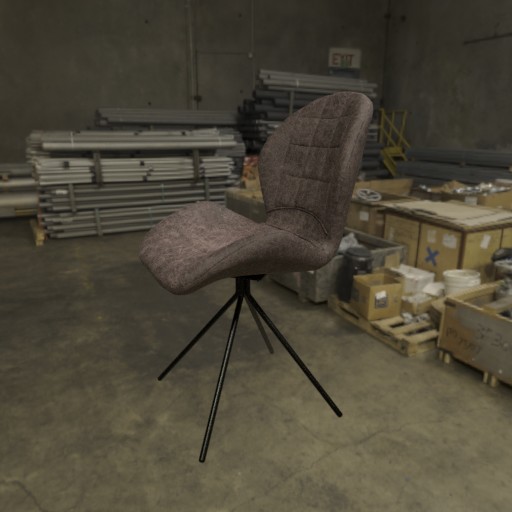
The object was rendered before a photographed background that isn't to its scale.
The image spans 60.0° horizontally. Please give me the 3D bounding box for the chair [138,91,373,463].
[{"bbox_3d":[0.000,0.000,1.313,0.640,0.934,0.527,-8,17,-25],"label":"chair"}]
